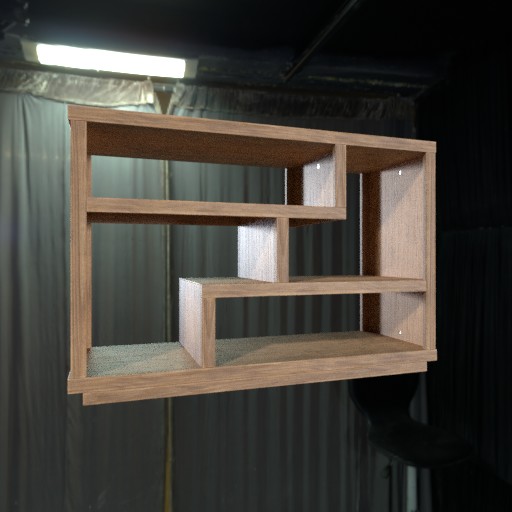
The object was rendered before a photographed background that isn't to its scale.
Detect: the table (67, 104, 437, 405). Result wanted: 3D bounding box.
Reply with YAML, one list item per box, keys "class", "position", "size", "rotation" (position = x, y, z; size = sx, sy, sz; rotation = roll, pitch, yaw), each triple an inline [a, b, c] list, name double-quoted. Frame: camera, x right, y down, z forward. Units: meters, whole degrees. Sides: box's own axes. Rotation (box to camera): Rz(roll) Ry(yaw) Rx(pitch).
- class: "table"
  position: [0.000, 0.000, 1.506]
  size: [1.151, 0.771, 0.410]
  rotation: [0, 0, -19]
